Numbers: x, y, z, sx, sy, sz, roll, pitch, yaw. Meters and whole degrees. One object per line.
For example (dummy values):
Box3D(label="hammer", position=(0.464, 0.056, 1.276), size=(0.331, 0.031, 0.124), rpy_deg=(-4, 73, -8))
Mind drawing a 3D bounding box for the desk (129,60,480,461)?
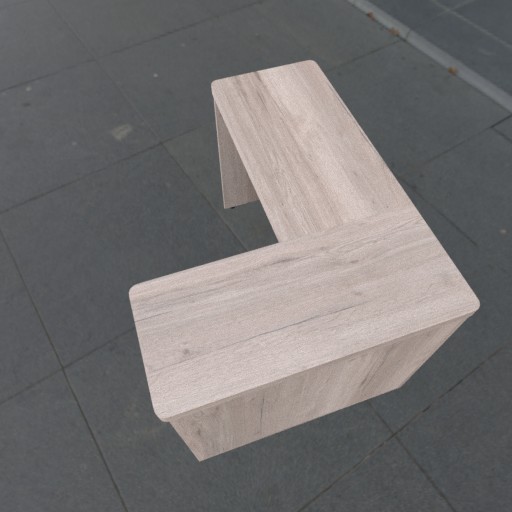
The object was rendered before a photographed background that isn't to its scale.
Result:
Box3D(label="desk", position=(0.000, 0.000, 1.734), size=(0.900, 0.760, 1.169), rpy_deg=(-16, 59, -10))
